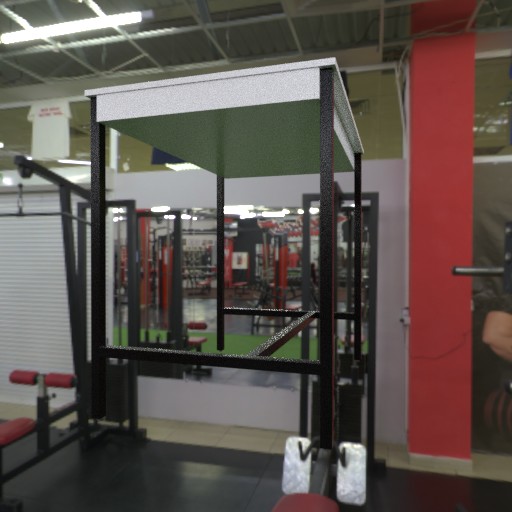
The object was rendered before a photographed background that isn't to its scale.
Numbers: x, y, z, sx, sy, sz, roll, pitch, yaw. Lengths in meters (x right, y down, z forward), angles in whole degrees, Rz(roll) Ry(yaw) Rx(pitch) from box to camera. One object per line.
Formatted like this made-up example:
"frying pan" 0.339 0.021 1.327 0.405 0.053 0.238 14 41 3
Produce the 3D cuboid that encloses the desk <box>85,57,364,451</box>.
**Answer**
"desk" 0.000 0.000 1.323 0.573 0.766 0.811 0 0 17
